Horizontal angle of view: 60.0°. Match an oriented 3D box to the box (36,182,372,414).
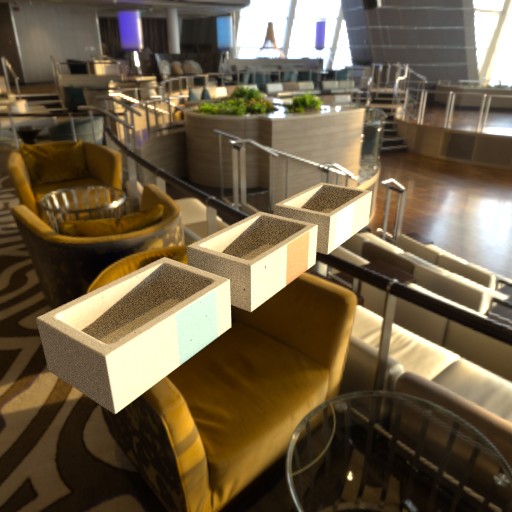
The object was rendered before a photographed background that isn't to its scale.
[{"bbox_3d":[0.000,0.000,0.493,0.082,0.051,0.461,16,30,31],"label":"box"}]
